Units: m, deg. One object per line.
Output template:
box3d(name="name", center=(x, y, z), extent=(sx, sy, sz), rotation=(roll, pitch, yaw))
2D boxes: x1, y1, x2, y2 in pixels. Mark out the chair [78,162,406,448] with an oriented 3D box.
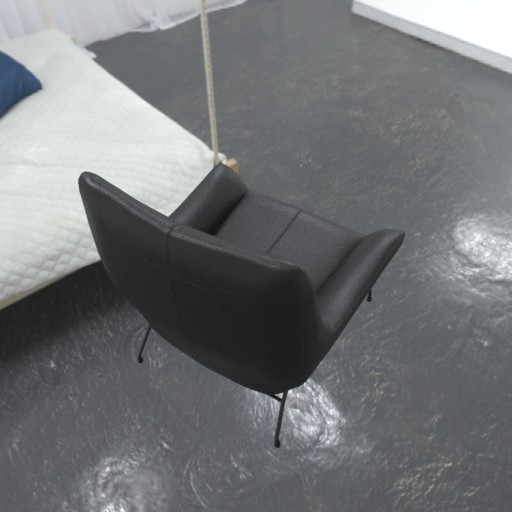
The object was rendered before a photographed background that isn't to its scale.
box3d(name="chair", center=(0.000, 0.000, 1.569), extent=(0.836, 0.922, 0.826), rotation=(24, 52, 21))
